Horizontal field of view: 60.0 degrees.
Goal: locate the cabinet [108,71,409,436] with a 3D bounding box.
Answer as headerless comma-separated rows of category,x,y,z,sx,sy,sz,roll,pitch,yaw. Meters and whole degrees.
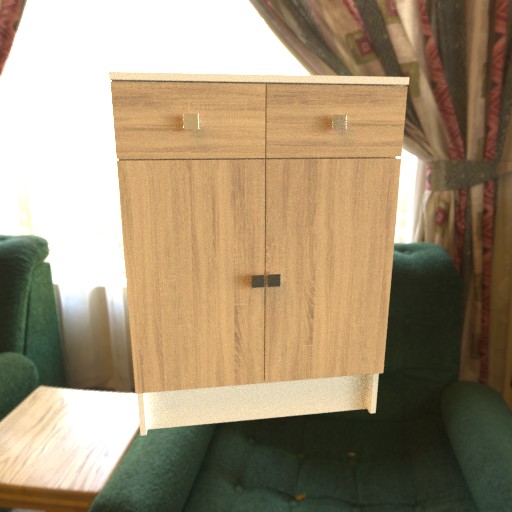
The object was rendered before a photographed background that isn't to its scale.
cabinet,0.000,0.000,1.109,0.600,0.815,0.296,-2,16,-8
